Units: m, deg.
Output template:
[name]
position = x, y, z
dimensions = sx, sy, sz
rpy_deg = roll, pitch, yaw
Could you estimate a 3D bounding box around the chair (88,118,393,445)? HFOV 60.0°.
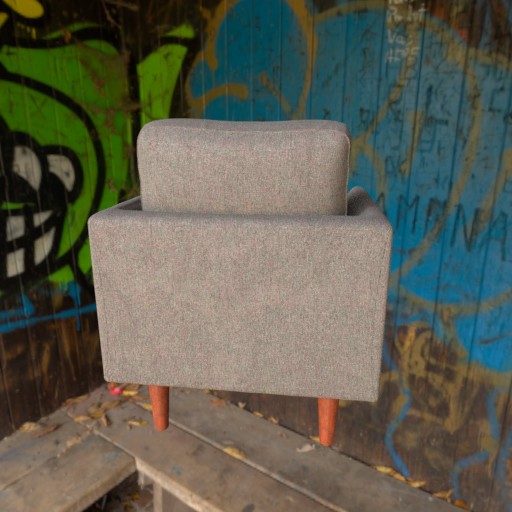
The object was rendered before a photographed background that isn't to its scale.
[chair]
position = 0.000, 0.000, 1.631
dimensions = 0.858, 0.957, 0.899
rpy_deg = 2, 16, 7
